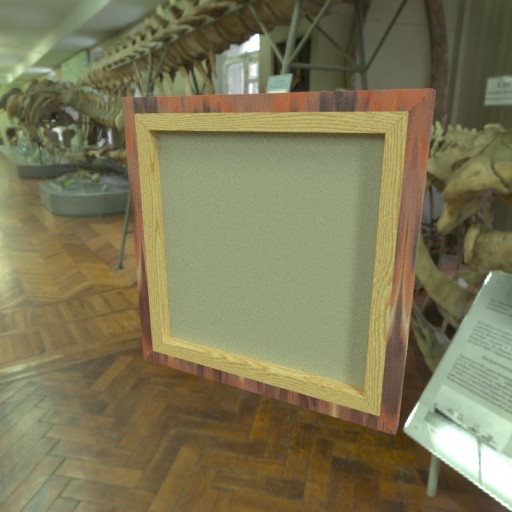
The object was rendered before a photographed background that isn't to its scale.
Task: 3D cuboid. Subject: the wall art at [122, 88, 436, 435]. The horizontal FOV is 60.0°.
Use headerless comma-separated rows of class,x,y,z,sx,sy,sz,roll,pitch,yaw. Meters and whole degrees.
wall art,0.000,0.000,0.886,0.603,0.609,0.037,9,19,26
